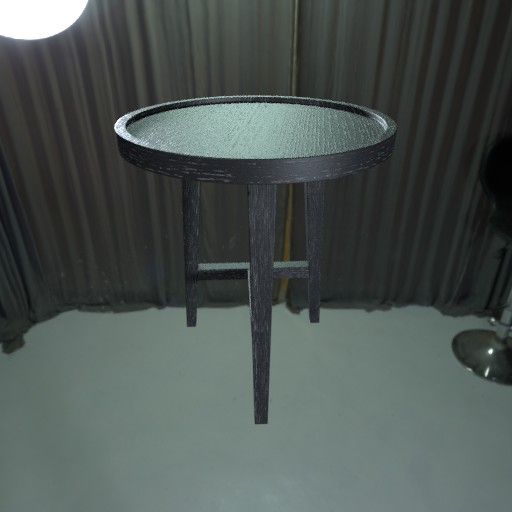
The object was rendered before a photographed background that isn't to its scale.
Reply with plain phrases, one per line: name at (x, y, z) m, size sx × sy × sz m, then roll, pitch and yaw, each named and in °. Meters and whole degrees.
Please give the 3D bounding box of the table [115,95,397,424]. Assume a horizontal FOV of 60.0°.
table at (0.000, 0.000, 0.761) m, size 0.399 × 0.460 × 0.399 m, roll 0°, pitch 29°, yaw 0°
